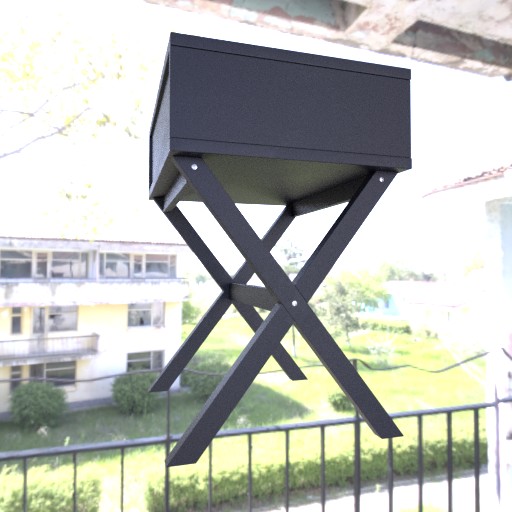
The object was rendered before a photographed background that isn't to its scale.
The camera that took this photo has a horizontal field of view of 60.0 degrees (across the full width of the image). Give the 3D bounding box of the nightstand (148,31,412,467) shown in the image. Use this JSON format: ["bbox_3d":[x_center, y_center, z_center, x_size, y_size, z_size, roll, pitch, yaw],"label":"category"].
[{"bbox_3d":[0.000,0.000,0.908,0.402,0.623,0.479,0,-2,-17],"label":"nightstand"}]
